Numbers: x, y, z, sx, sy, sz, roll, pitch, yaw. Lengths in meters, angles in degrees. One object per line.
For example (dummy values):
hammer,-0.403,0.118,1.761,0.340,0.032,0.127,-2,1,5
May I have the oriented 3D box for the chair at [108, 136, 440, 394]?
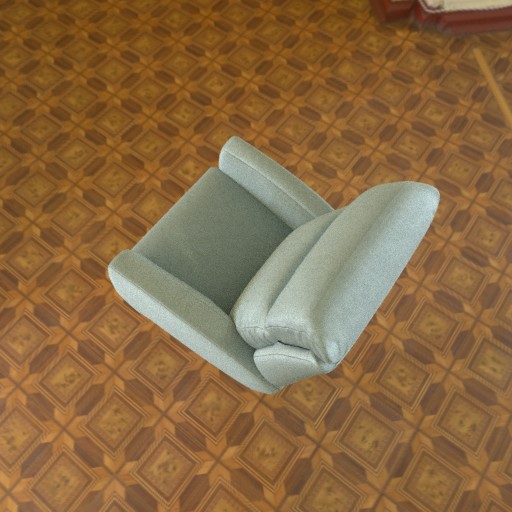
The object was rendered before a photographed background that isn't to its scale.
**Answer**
chair,0.000,0.000,1.690,0.940,1.013,0.812,34,68,15
